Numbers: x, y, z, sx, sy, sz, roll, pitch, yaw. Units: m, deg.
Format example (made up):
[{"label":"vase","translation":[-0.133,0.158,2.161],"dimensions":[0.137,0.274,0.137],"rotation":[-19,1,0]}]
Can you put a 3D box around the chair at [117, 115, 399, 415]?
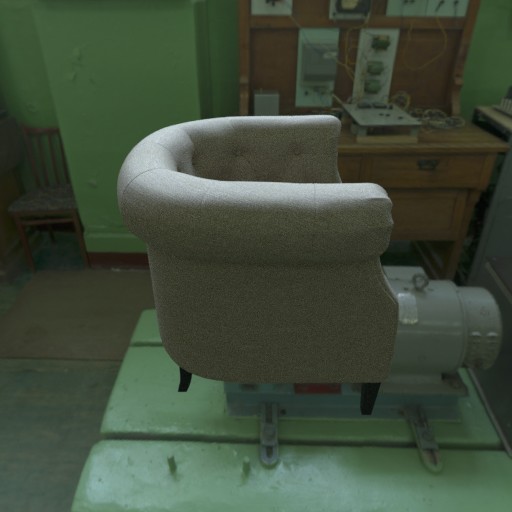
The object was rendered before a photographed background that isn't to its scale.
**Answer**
[{"label":"chair","translation":[0.000,0.000,1.595],"dimensions":[0.852,0.827,0.905],"rotation":[0,31,0]}]
